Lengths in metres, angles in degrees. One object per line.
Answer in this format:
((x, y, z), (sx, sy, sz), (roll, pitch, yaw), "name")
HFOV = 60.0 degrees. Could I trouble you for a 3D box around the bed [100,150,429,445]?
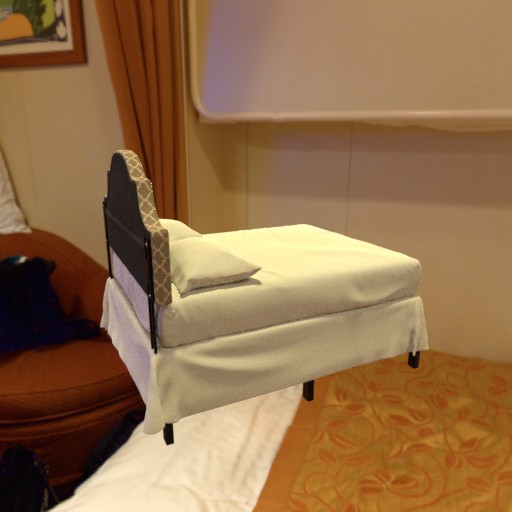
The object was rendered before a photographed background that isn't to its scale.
((0.000, 0.000, 3.442), (2.222, 1.633, 1.780), (-8, 17, -26), "bed")
